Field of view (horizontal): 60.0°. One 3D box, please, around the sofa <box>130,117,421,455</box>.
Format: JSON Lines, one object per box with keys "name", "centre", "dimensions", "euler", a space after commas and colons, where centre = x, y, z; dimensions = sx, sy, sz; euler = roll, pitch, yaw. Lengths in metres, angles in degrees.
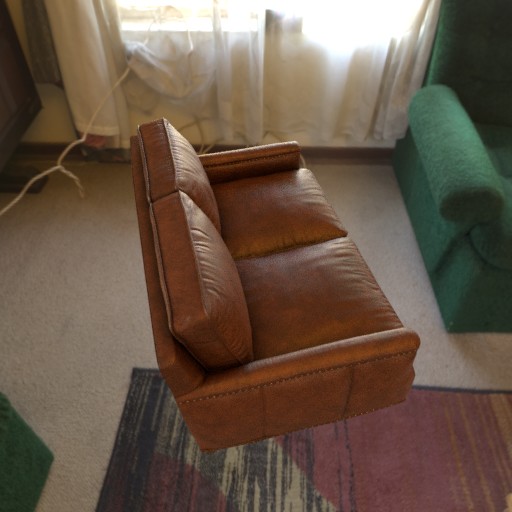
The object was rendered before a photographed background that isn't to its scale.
{"name": "sofa", "centre": [0.000, 0.000, 2.300], "dimensions": [1.083, 1.003, 1.628], "euler": [-11, 47, -10]}
